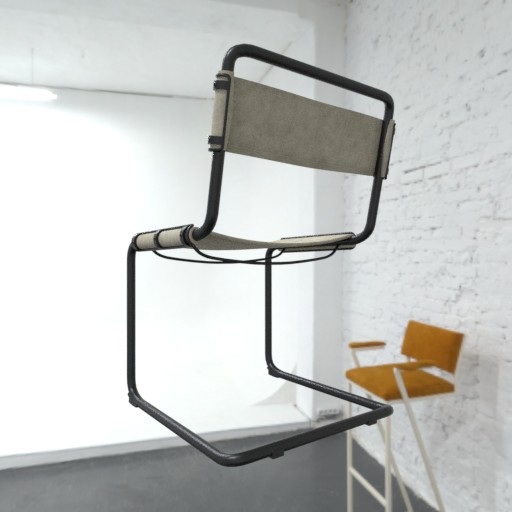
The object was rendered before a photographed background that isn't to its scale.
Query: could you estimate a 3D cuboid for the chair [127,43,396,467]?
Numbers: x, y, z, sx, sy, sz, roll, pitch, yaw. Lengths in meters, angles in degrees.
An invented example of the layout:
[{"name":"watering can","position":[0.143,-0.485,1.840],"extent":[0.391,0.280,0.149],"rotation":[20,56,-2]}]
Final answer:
[{"name":"chair","position":[0.000,0.000,1.086],"extent":[0.499,0.747,0.497],"rotation":[0,0,-37]}]
